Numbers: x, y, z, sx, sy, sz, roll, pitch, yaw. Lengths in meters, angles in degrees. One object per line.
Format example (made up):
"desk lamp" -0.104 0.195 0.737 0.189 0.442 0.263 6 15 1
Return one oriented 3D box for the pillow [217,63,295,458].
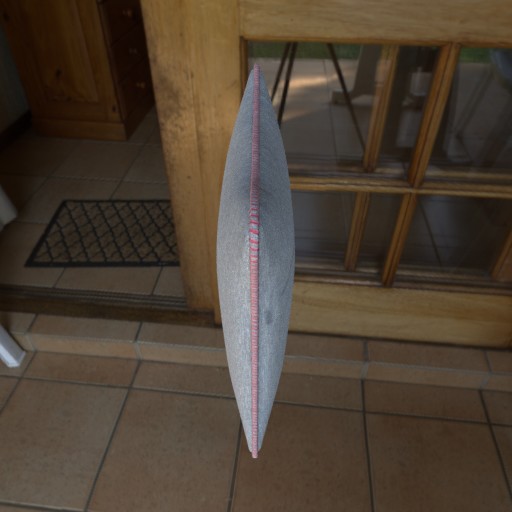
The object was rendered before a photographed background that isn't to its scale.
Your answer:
"pillow" 0.000 0.000 0.751 0.124 0.491 0.482 0 41 0
